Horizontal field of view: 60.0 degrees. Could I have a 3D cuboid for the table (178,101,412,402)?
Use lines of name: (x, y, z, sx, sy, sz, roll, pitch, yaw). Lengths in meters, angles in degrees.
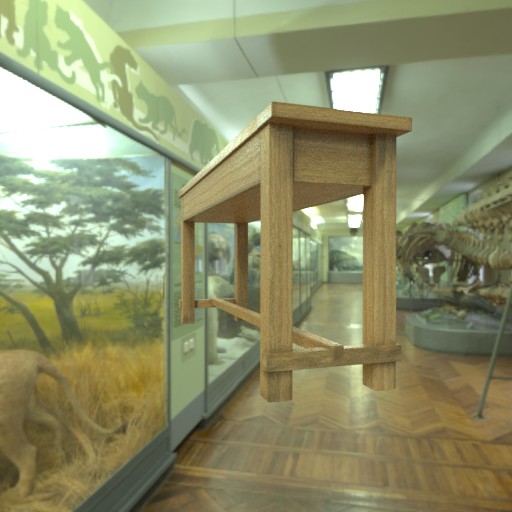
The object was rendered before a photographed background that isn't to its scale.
table: (0.000, 0.000, 1.919, 0.442, 0.762, 1.599, 0, 0, -18)
